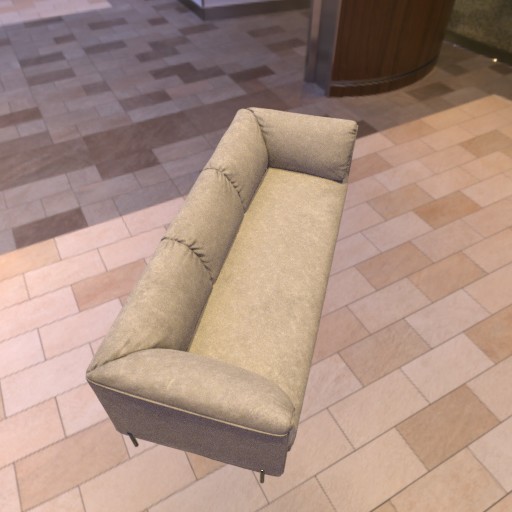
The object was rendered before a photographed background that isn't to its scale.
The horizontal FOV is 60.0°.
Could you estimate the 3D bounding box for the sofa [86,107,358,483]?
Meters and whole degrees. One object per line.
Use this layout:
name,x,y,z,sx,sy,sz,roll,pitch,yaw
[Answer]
sofa,0.000,0.000,2.659,0.899,0.758,2.238,11,48,10
